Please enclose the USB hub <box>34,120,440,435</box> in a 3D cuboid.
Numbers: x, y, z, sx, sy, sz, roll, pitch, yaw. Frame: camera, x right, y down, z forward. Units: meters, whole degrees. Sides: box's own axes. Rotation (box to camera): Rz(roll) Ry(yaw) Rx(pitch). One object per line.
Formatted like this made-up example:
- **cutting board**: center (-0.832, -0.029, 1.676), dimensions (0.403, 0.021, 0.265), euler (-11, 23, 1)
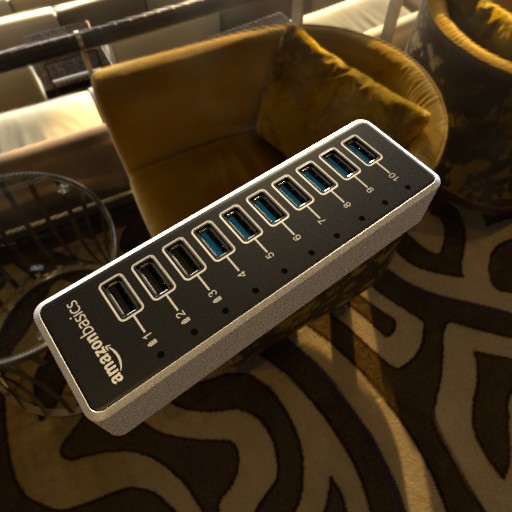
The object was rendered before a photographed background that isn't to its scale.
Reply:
- **USB hub**: center (0.000, 0.000, 0.161), dimensions (0.145, 0.023, 0.044), euler (-33, 64, -18)
